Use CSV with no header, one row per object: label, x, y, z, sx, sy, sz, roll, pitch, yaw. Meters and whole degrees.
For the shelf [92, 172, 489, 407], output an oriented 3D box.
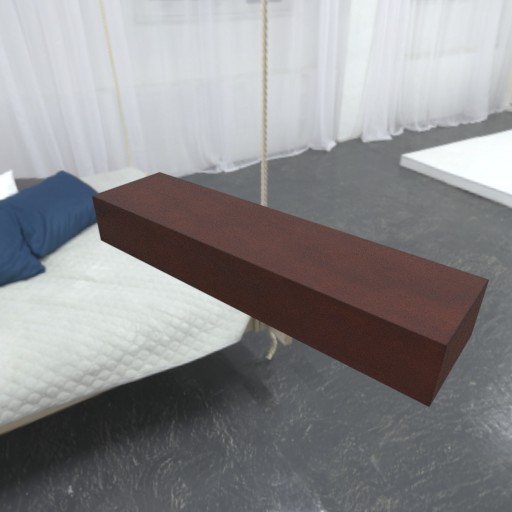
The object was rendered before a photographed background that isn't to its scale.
shelf,0.000,0.000,0.675,0.607,0.088,0.152,22,37,33
